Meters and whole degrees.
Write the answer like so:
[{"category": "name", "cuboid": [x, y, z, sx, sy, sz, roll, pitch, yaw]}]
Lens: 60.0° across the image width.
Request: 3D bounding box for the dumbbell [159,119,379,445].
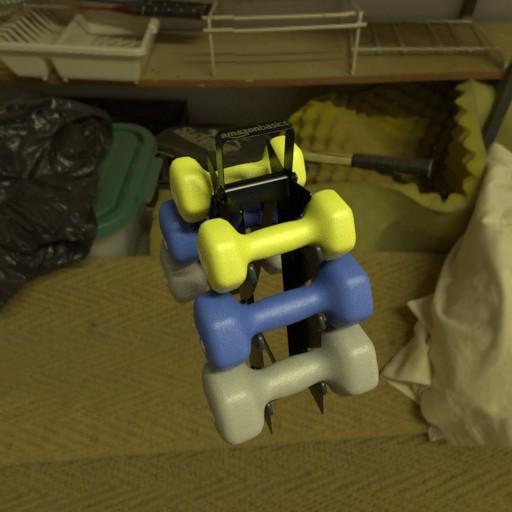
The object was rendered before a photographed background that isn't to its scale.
[{"category": "dumbbell", "cuboid": [0.000, 0.000, 0.679, 0.261, 0.426, 0.416, -16, 48, -15]}]
